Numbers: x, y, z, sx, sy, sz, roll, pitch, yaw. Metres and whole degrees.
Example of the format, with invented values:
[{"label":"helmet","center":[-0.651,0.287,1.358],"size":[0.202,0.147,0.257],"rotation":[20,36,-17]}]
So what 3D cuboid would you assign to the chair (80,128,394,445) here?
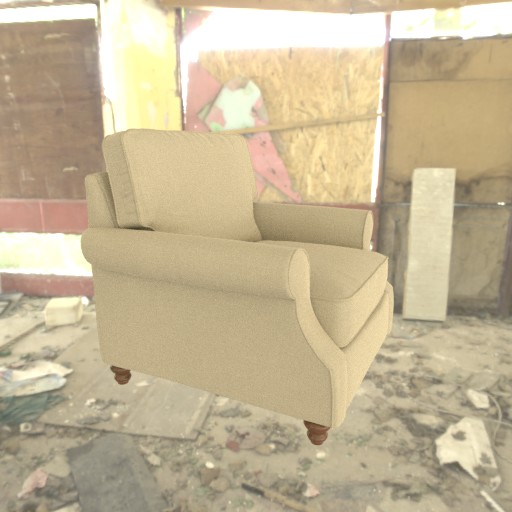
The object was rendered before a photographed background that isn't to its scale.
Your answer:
[{"label":"chair","center":[0.000,0.000,1.769],"size":[0.966,0.967,1.029],"rotation":[7,15,26]}]
